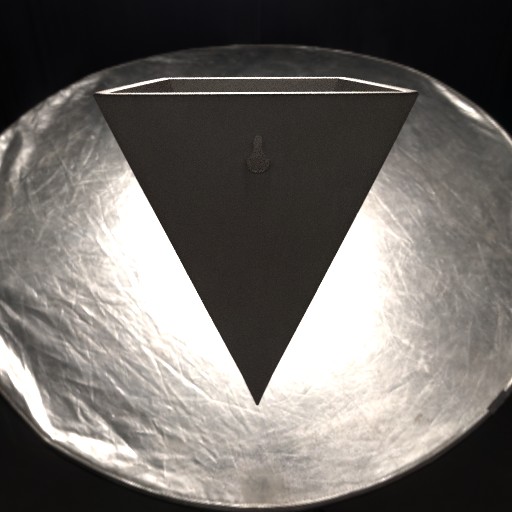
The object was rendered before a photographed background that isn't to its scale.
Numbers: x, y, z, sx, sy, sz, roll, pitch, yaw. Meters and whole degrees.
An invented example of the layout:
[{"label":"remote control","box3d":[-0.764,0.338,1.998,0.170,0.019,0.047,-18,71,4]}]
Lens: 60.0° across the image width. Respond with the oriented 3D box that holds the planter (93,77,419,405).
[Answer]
[{"label":"planter","box3d":[0.000,0.000,0.271,0.150,0.197,0.060,-1,28,-2]}]
